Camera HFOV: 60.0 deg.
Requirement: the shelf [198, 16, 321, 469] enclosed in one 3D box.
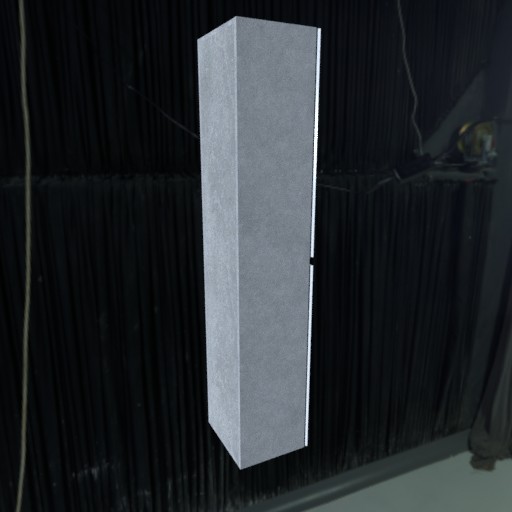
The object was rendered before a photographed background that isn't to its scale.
[{"bbox_3d":[0.000,0.000,1.527,0.270,1.400,0.300,-7,16,-26],"label":"shelf"}]
